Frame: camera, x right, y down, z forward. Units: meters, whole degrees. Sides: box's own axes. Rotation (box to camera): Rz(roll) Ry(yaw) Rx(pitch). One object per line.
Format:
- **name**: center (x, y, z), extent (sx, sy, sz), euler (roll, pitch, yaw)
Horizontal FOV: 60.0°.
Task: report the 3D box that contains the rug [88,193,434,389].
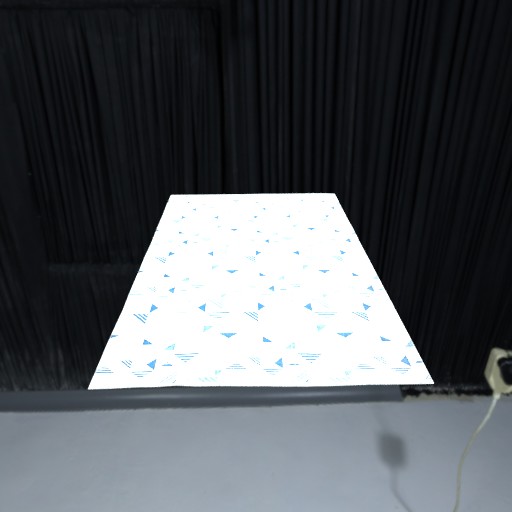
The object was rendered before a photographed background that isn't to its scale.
- **rug**: center (0.000, 0.000, 3.019), extent (1.512, 0.009, 2.457), euler (-1, 28, -1)
